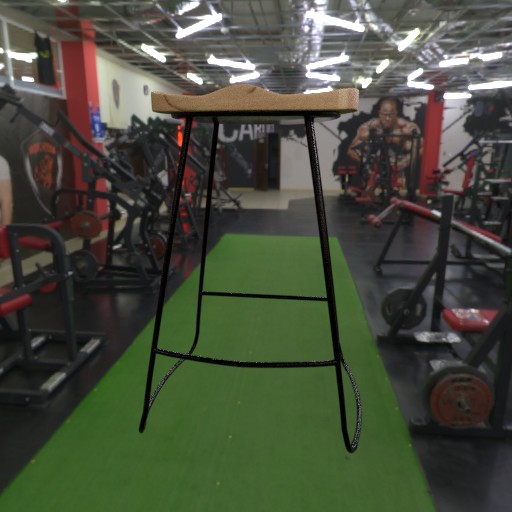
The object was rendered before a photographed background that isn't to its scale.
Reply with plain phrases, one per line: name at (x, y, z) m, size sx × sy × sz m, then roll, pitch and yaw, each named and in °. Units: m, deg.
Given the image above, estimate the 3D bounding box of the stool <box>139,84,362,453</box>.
stool at (0.000, 0.000, 0.954) m, size 0.480 × 0.679 × 0.401 m, roll 2°, pitch 15°, yaw 8°
